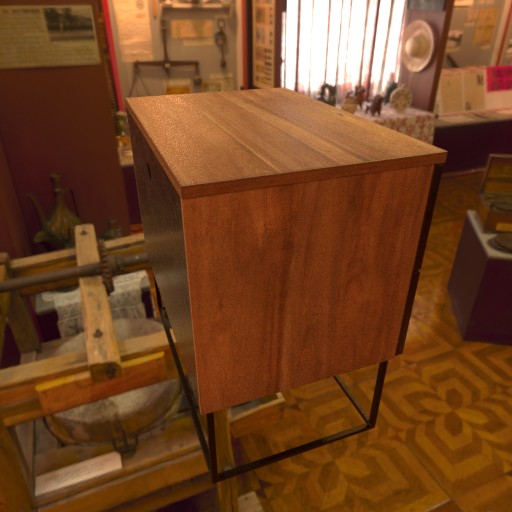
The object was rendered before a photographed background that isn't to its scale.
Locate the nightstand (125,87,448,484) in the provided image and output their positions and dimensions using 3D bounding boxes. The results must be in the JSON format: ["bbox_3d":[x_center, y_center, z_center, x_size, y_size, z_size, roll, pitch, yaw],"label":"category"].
[{"bbox_3d":[0.000,0.000,1.005,0.427,0.611,0.605,-11,32,-18],"label":"nightstand"}]
